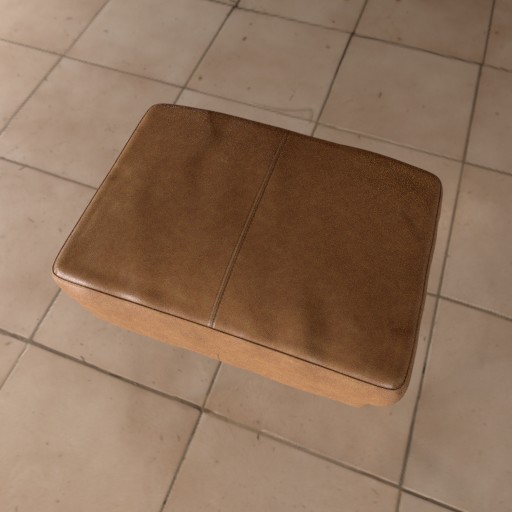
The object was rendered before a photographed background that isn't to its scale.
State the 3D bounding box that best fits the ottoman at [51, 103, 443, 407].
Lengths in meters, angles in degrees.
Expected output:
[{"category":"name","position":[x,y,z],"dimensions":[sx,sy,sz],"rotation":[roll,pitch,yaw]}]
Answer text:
[{"category":"ottoman","position":[0.000,0.000,1.235],"dimensions":[0.869,0.461,0.630],"rotation":[17,64,9]}]
